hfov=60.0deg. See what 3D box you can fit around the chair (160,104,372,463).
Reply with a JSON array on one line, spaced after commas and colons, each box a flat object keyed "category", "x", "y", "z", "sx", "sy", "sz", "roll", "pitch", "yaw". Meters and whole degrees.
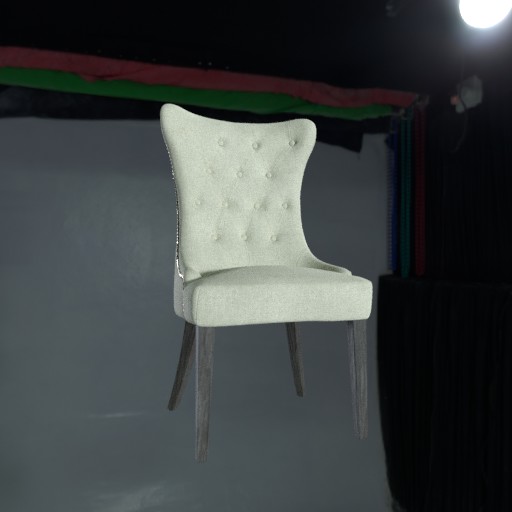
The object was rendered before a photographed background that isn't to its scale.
[{"category": "chair", "x": 0.000, "y": 0.000, "z": 1.450, "sx": 0.584, "sy": 1.065, "sz": 0.590, "roll": 0, "pitch": -1, "yaw": -19}]
